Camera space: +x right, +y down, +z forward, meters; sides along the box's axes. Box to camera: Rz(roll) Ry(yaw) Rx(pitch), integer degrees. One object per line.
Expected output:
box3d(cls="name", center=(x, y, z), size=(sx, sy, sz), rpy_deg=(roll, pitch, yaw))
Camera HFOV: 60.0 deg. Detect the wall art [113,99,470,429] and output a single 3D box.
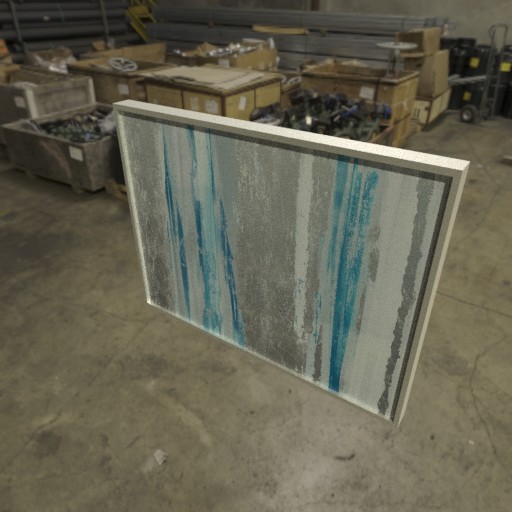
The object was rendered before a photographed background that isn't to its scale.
box3d(cls="wall art", center=(0.000, 0.000, 1.381), size=(1.056, 0.801, 0.066), rpy_deg=(20, 36, 29))
